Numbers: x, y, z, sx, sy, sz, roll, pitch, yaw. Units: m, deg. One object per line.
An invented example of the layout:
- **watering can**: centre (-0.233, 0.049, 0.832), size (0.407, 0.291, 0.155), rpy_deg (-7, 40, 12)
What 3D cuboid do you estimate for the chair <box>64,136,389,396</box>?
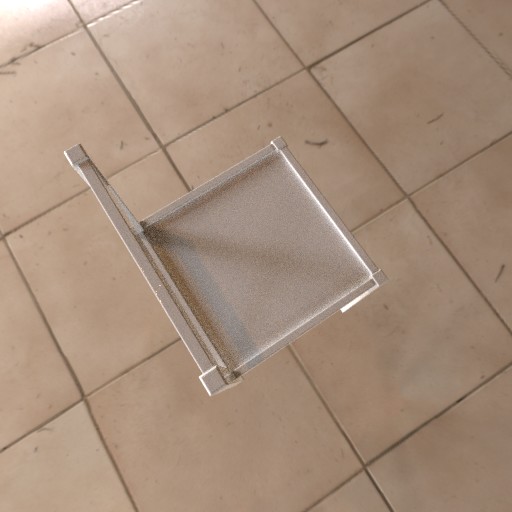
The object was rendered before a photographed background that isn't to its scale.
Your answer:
- **chair**: centre (0.000, 0.000, 0.680), size (0.285, 0.505, 0.285), rpy_deg (-32, 77, -8)
